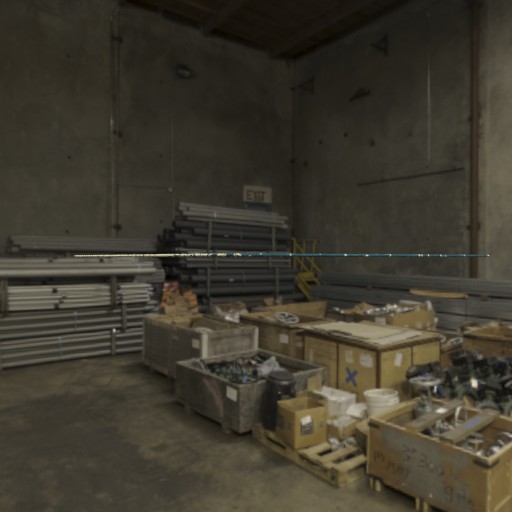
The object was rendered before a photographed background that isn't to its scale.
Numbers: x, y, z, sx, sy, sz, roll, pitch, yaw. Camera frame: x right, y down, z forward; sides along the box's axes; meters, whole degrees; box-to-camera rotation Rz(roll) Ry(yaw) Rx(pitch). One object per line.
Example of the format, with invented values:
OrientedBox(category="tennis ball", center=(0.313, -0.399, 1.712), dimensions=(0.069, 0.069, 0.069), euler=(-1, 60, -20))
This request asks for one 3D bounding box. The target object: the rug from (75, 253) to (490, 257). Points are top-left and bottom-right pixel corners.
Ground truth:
OrientedBox(category="rug", center=(0.000, 0.000, 4.039), dimensions=(2.416, 0.014, 3.017), euler=(0, 0, -36))
